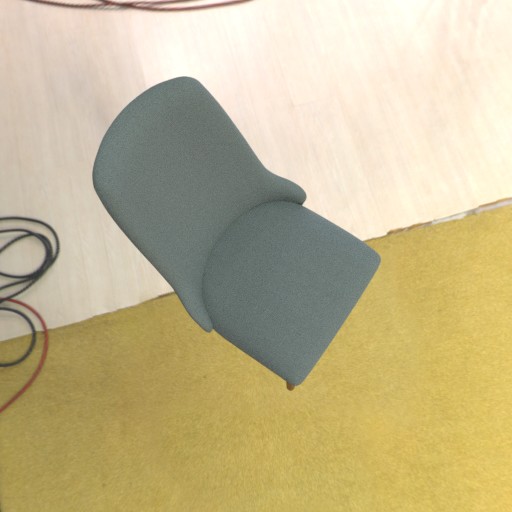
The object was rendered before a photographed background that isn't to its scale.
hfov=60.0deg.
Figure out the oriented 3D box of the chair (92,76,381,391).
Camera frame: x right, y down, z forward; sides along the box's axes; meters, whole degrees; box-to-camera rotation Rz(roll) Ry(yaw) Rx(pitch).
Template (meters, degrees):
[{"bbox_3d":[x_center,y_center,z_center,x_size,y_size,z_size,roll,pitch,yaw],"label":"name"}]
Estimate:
[{"bbox_3d":[0.000,0.000,1.337,0.707,0.918,0.535,35,78,8],"label":"chair"}]
